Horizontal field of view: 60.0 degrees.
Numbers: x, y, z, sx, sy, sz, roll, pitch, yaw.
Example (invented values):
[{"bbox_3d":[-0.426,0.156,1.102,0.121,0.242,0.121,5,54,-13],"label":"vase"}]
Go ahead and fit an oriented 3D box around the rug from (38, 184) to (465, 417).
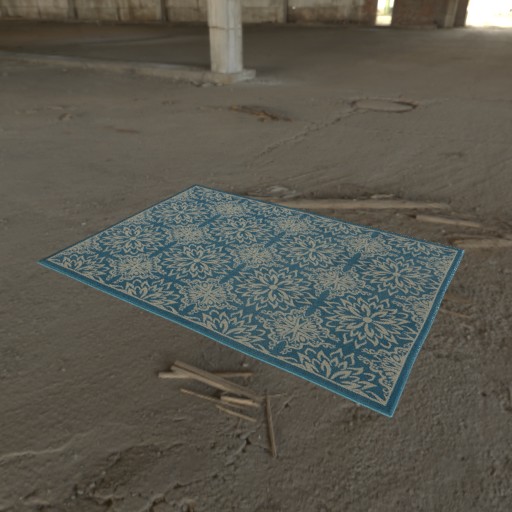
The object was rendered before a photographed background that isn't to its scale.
[{"bbox_3d":[0.000,0.000,2.790,2.205,0.012,1.554,17,34,27],"label":"rug"}]
